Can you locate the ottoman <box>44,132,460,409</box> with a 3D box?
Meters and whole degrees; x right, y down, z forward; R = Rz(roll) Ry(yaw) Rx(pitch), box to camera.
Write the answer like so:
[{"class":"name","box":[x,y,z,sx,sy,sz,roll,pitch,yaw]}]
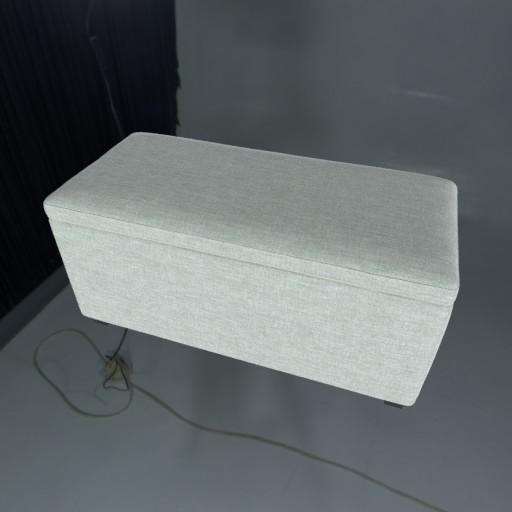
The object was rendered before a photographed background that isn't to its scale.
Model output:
[{"class":"ottoman","box":[0.000,0.000,1.139,0.902,0.432,0.419,12,41,14]}]
